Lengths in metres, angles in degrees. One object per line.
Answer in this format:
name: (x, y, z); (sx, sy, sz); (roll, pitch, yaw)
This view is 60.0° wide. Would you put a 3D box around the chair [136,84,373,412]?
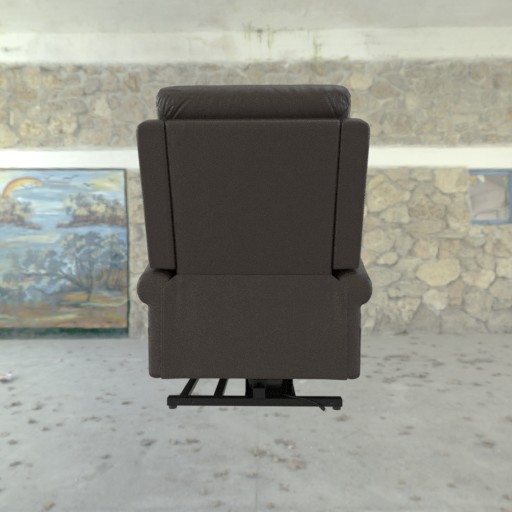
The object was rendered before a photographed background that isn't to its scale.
chair: (0.000, 0.000, 1.748); (0.869, 1.028, 0.978); (0, 0, 1)
